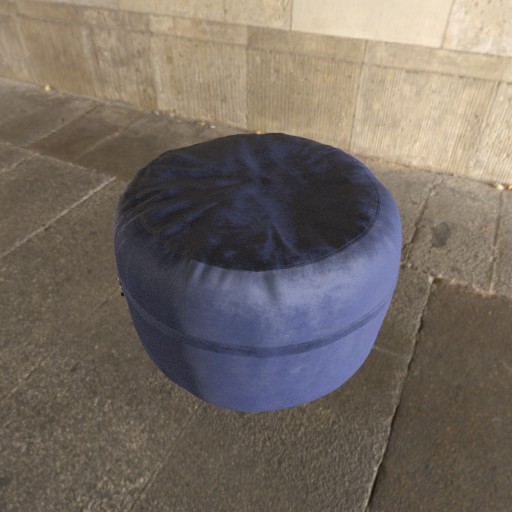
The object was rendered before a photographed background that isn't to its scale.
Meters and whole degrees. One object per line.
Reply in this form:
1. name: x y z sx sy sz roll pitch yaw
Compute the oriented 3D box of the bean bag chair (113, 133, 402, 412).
1. bean bag chair: 0.000 0.000 2.006 1.219 0.762 1.219 0 41 0
